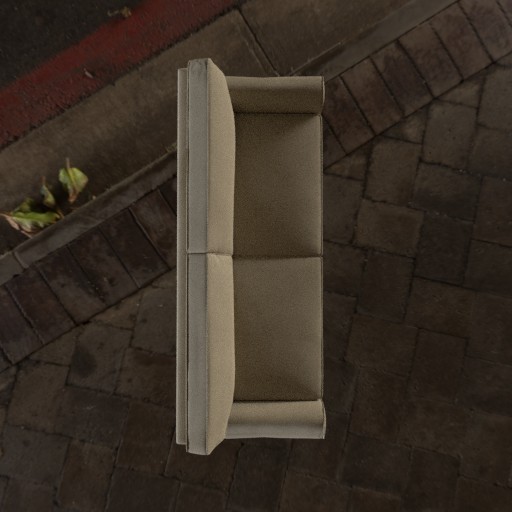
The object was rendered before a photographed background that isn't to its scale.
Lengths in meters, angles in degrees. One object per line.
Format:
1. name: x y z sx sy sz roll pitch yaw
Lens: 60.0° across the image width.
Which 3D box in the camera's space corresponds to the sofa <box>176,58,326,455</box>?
1. sofa: 0.000 0.000 2.789 0.900 1.014 2.246 0 89 -1
